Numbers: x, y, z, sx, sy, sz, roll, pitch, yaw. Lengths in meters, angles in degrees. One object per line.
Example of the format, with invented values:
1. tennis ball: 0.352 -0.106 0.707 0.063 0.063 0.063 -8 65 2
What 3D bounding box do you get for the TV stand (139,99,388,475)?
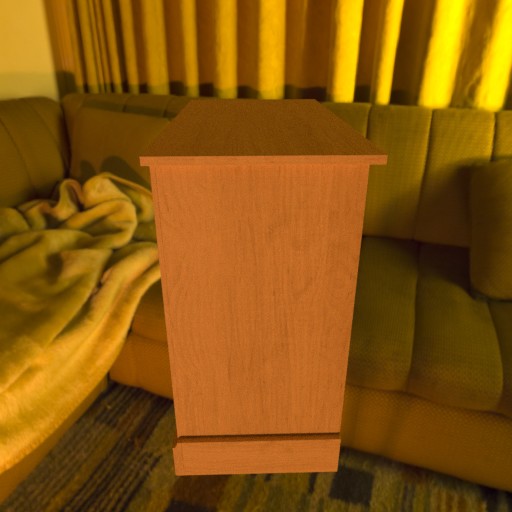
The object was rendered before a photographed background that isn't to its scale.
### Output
1. TV stand: 0.000 0.000 1.311 0.430 0.787 0.851 -1 26 -1
